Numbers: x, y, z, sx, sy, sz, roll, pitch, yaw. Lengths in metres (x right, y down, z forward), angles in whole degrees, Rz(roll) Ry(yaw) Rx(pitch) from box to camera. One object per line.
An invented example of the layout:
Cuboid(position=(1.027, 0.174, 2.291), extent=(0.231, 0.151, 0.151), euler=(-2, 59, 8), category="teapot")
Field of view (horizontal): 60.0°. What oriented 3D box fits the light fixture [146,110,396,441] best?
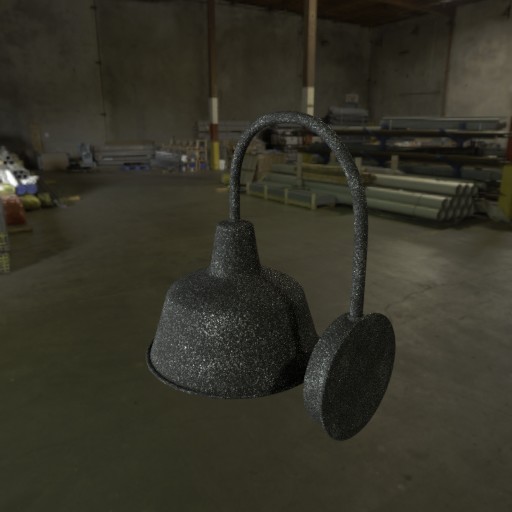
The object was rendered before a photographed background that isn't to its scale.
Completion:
Cuboid(position=(0.000, 0.000, 0.484), extent=(0.216, 0.300, 0.283), euler=(-15, 22, -42), category="light fixture")
